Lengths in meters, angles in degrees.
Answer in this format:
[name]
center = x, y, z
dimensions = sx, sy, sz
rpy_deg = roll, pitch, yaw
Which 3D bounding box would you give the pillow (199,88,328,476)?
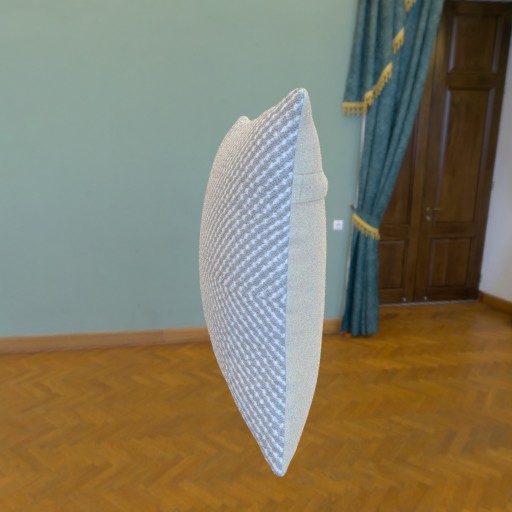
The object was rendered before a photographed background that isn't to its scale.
[pillow]
center = 0.000, 0.000, 0.711
dimensions = 0.181, 0.458, 0.459
rpy_deg = -2, 14, -9
